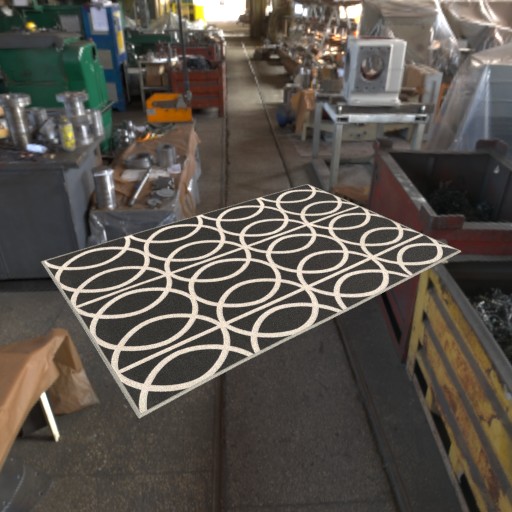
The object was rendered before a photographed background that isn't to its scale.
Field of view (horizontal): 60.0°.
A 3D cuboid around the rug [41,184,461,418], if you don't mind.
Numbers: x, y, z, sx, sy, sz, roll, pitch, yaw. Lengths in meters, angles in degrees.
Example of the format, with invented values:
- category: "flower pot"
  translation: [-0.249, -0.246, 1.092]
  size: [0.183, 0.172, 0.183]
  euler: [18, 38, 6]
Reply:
- category: "rug"
  translation: [0.000, 0.000, 2.893]
  size: [2.294, 0.014, 1.528]
  euler: [-20, 36, -31]
